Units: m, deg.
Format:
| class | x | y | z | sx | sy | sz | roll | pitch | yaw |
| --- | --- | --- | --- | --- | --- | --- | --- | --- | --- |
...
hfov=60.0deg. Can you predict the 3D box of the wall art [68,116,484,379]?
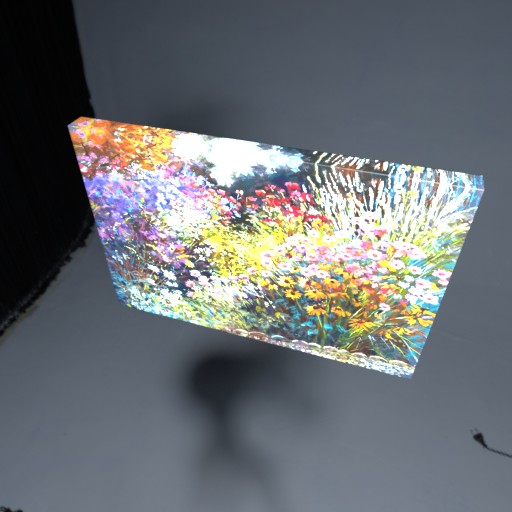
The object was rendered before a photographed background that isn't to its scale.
| class | x | y | z | sx | sy | sz | roll | pitch | yaw |
| --- | --- | --- | --- | --- | --- | --- | --- | --- | --- |
| wall art | 0.000 | 0.000 | 0.768 | 0.610 | 0.406 | 0.037 | 12 | 42 | 14 |
